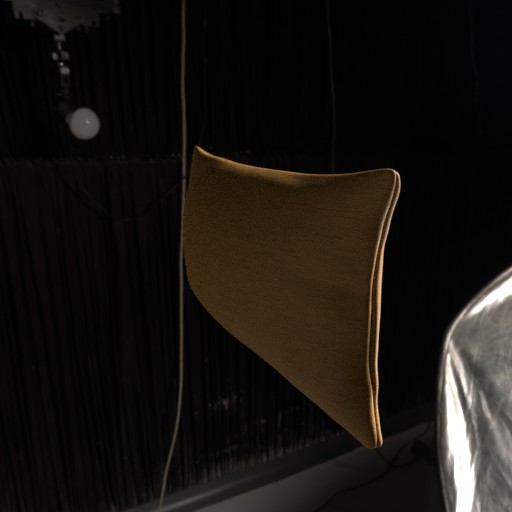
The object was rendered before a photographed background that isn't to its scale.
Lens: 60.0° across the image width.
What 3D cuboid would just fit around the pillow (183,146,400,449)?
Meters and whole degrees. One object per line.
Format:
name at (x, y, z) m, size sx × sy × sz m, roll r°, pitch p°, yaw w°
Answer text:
pillow at (0.000, 0.000, 0.775) m, size 0.210 × 0.354 × 0.634 m, roll -8°, pitch 18°, yaw -26°
